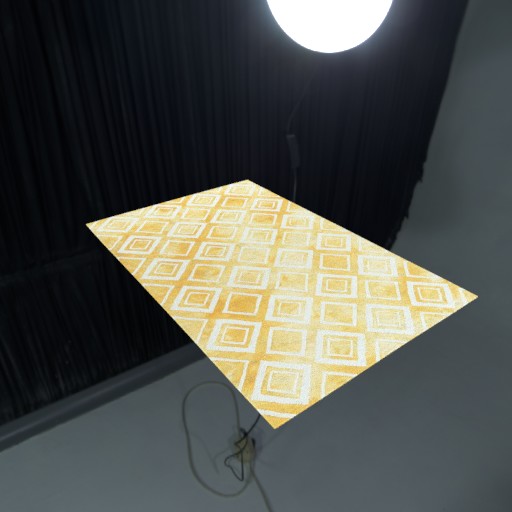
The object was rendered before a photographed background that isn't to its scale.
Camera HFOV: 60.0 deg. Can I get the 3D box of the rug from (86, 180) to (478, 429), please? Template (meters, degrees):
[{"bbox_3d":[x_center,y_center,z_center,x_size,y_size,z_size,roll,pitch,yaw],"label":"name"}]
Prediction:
[{"bbox_3d":[0.000,0.000,2.379,1.213,0.010,1.829,-21,37,-31],"label":"rug"}]
